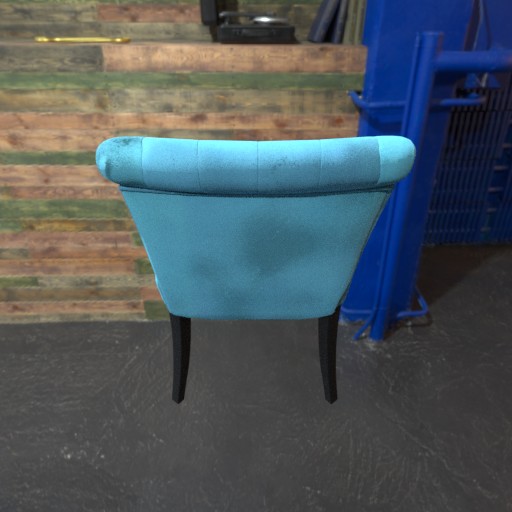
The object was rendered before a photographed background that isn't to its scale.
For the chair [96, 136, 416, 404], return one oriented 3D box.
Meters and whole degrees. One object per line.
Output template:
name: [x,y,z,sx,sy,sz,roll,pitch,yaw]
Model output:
chair: [0.000,0.000,1.183,0.582,0.750,0.605,0,30,0]
